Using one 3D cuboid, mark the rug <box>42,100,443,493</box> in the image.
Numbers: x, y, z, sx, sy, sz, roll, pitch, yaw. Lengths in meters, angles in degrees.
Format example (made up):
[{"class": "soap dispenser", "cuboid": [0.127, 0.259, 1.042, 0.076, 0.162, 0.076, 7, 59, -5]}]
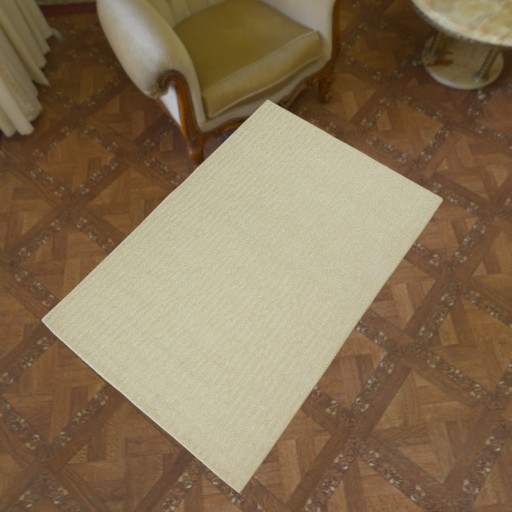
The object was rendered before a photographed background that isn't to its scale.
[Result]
[{"class": "rug", "cuboid": [0.000, 0.000, 2.317, 1.238, 0.014, 1.848, 34, 68, 16]}]
